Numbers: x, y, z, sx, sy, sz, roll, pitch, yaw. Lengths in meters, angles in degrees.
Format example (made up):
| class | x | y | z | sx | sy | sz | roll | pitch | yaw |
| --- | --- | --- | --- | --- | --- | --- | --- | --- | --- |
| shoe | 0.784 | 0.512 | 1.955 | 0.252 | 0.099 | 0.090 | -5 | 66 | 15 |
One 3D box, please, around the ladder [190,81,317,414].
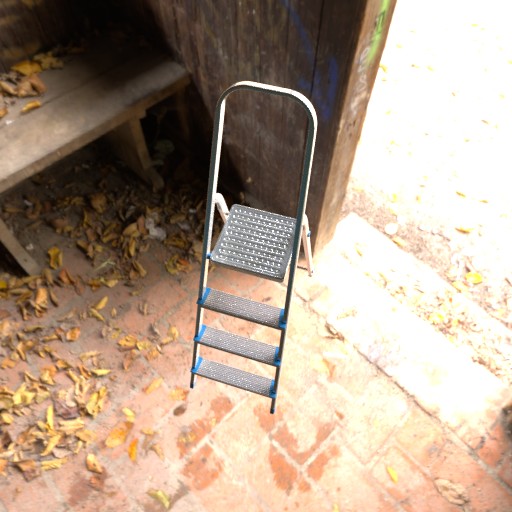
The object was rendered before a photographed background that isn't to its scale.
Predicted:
| class | x | y | z | sx | sy | sz | roll | pitch | yaw |
| --- | --- | --- | --- | --- | --- | --- | --- | --- | --- |
| ladder | 0.000 | 0.000 | 1.800 | 0.445 | 1.434 | 0.842 | 15 | 59 | 9 |
